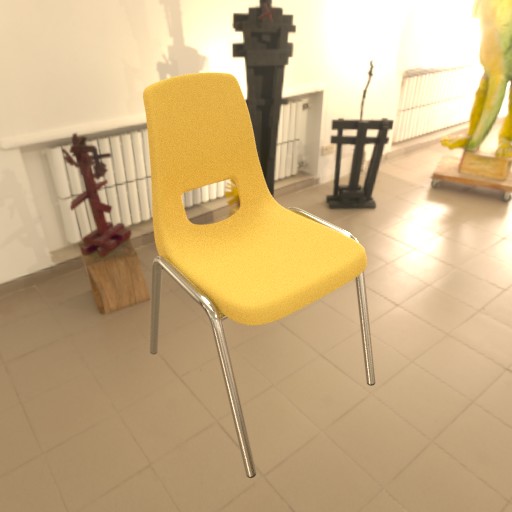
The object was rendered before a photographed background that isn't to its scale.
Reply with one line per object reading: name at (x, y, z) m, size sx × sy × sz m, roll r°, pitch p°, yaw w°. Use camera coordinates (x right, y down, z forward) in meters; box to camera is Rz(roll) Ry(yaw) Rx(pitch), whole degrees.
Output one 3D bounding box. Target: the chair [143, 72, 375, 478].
chair at (0.000, 0.000, 0.917) m, size 0.381 × 0.653 × 0.436 m, roll -23°, pitch 39°, yaw -32°
